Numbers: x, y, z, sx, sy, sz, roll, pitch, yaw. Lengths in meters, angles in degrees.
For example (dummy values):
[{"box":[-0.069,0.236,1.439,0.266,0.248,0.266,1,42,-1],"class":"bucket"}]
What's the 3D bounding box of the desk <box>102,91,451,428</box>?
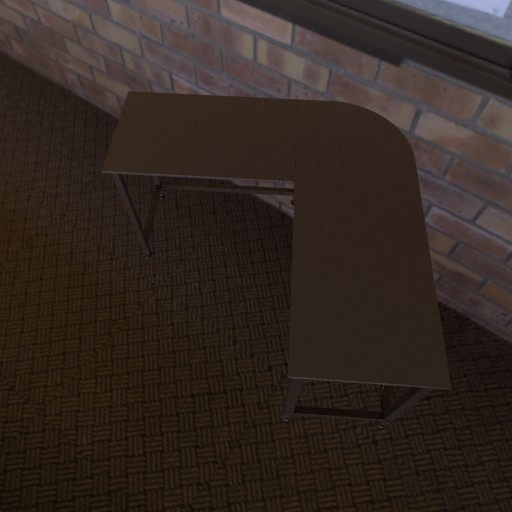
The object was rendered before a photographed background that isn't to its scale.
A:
[{"box":[0.000,0.000,2.186,1.400,0.762,1.400,4,59,2],"class":"desk"}]
